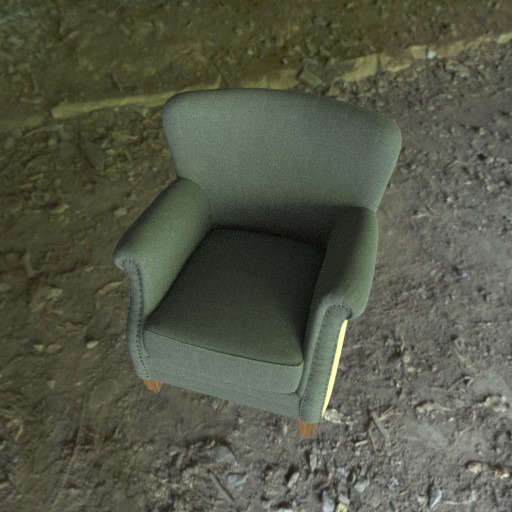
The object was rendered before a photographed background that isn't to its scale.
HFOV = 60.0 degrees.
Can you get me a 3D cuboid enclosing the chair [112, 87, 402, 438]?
[{"bbox_3d":[0.000,0.000,1.659,0.861,0.936,0.921,11,44,12],"label":"chair"}]
